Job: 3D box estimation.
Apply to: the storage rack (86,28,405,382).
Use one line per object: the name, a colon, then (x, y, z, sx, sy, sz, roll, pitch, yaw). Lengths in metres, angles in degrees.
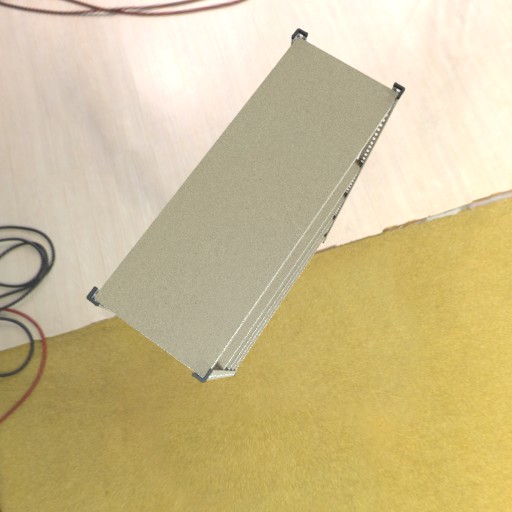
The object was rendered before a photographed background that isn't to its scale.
storage rack: (0.000, 0.000, 2.357, 0.457, 1.829, 1.219, 33, 78, 8)
